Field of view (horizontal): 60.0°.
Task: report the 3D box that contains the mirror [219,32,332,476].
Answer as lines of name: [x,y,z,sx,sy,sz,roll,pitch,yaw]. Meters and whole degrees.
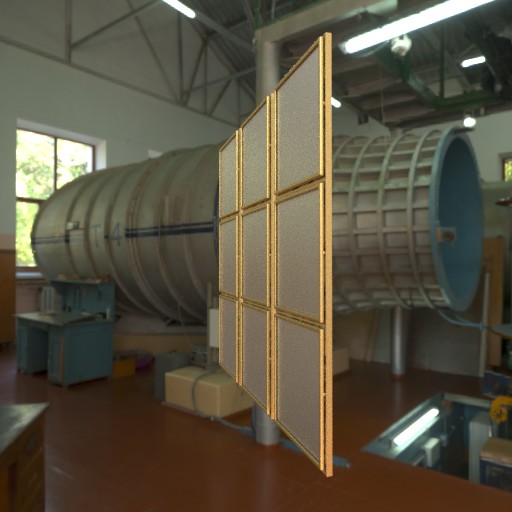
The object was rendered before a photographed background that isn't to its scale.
mirror: [0.000,0.000,1.408,0.023,0.926,1.011,0,-1,-17]
